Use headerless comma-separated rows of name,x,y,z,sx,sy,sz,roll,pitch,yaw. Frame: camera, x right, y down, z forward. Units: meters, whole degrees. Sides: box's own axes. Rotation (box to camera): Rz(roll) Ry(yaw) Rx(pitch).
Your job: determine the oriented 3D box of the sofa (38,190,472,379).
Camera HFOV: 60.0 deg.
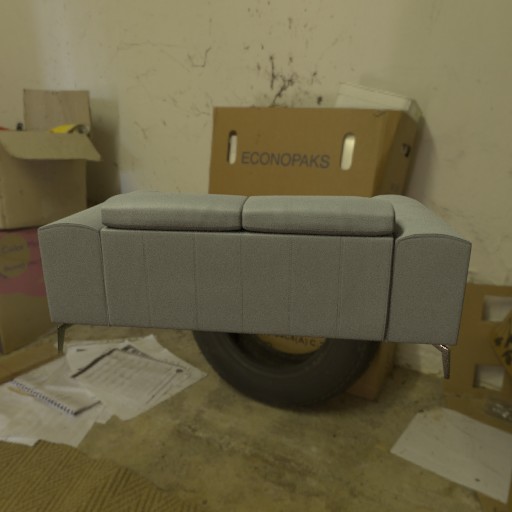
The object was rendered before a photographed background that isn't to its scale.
sofa,0.000,0.000,2.409,1.895,0.779,1.003,2,17,7
